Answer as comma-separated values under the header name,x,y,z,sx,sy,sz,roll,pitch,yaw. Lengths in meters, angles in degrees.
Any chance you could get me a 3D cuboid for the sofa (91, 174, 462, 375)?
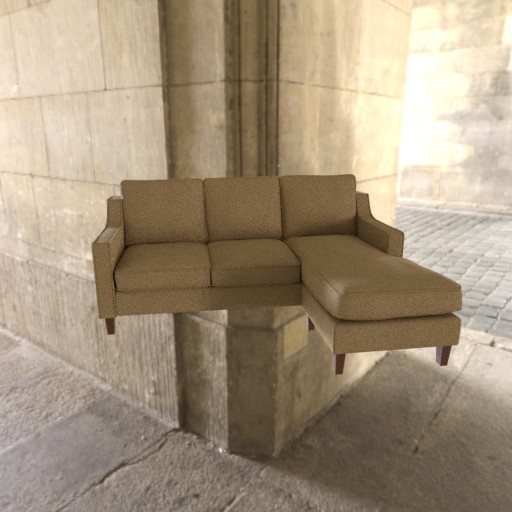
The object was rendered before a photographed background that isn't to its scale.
name,x,y,z,sx,sy,sz,roll,pitch,yaw
sofa,0.000,0.000,3.332,2.317,1.066,1.858,-2,16,-8
